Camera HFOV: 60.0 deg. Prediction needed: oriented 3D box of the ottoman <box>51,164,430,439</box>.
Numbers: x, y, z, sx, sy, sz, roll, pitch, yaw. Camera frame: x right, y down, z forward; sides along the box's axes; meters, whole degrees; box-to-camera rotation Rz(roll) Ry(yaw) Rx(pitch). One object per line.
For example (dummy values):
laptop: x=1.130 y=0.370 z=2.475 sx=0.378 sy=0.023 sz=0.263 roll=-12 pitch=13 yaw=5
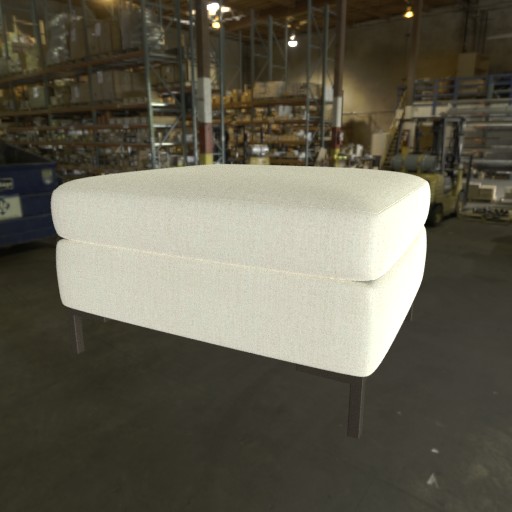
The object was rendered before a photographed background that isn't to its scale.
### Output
ottoman: x=0.000 y=0.000 z=1.173 sx=0.794 sy=0.453 sz=0.657 roll=8 pitch=17 yaw=26
